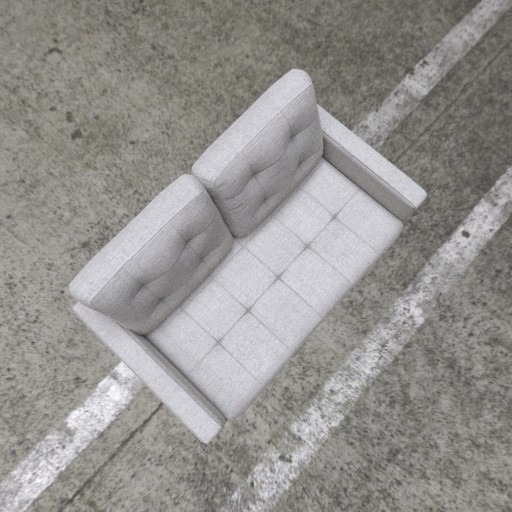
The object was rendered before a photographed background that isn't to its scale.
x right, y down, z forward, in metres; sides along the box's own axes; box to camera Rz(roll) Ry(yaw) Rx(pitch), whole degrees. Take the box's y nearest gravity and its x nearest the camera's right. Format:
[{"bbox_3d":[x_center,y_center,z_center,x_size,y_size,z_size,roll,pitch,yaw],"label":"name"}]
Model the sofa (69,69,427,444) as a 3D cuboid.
[{"bbox_3d":[0.000,0.000,1.986,0.842,0.907,1.407,42,80,9],"label":"sofa"}]
